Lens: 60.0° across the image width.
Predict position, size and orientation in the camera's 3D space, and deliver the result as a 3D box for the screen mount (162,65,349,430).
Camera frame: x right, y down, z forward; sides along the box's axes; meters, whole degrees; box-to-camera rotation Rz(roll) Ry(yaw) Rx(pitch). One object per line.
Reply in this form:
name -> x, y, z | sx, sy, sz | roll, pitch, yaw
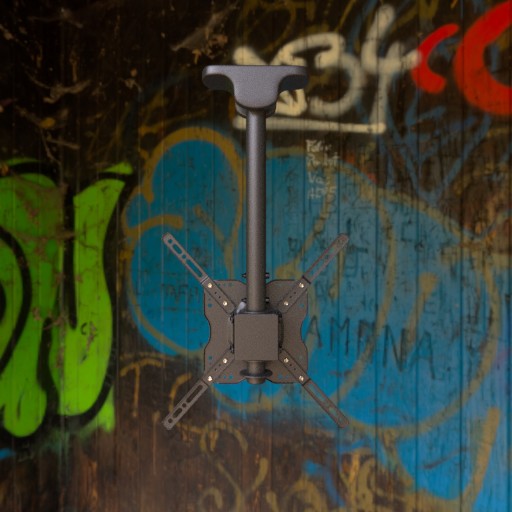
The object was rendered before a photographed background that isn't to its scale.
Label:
screen mount -> 0.000, 0.000, 0.889 | 0.393, 0.729, 0.090 | 0, 0, -1
